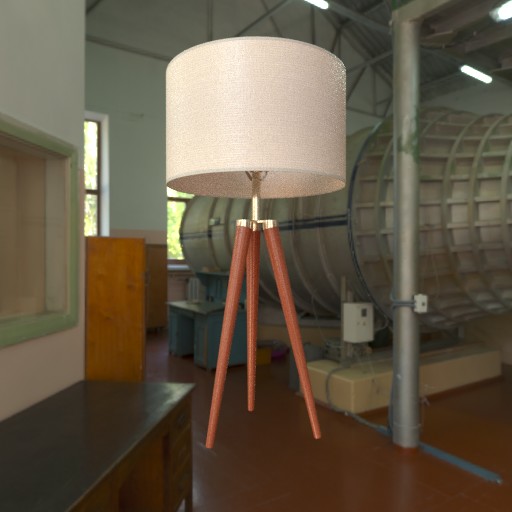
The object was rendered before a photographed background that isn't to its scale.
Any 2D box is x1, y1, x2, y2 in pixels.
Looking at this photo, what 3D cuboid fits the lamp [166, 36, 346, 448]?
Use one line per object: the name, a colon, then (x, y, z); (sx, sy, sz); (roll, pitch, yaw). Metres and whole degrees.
lamp: (0.000, 0.000, 0.892); (0.355, 0.709, 0.354); (0, 0, 0)
